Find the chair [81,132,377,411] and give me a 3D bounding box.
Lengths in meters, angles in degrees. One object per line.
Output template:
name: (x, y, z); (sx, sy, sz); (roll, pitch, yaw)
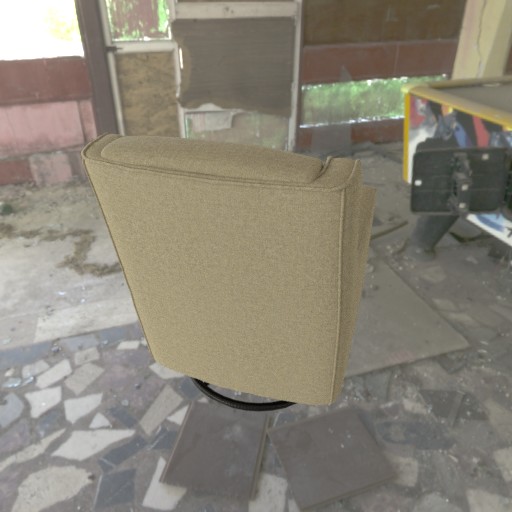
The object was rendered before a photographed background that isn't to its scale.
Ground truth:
chair: (0.000, 0.000, 1.557); (0.732, 0.993, 0.879); (10, 33, 15)
